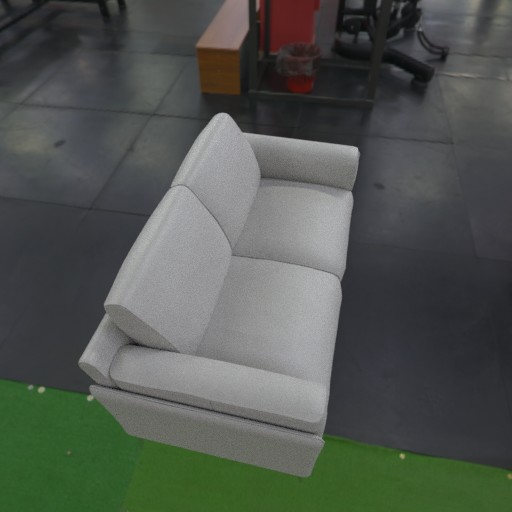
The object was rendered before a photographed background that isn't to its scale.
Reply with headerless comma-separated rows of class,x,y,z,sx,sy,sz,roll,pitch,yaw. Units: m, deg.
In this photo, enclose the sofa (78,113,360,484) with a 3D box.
sofa,0.000,0.000,2.590,1.049,0.930,2.101,10,47,9
